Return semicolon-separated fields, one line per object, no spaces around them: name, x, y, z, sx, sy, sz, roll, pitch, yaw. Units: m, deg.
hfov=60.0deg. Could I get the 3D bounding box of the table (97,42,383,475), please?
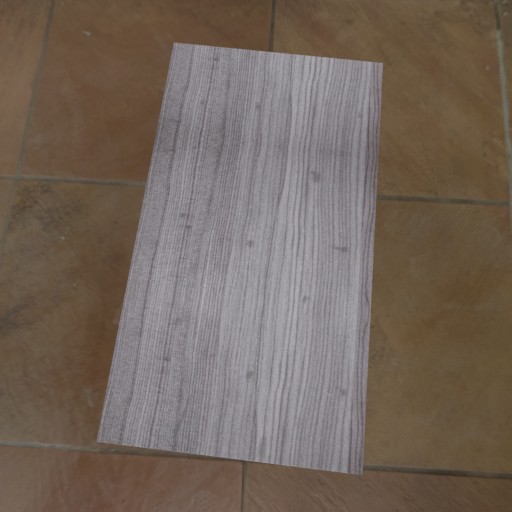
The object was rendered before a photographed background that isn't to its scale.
table;0.000;0.000;2.012;0.881;0.736;1.579;6;75;2
